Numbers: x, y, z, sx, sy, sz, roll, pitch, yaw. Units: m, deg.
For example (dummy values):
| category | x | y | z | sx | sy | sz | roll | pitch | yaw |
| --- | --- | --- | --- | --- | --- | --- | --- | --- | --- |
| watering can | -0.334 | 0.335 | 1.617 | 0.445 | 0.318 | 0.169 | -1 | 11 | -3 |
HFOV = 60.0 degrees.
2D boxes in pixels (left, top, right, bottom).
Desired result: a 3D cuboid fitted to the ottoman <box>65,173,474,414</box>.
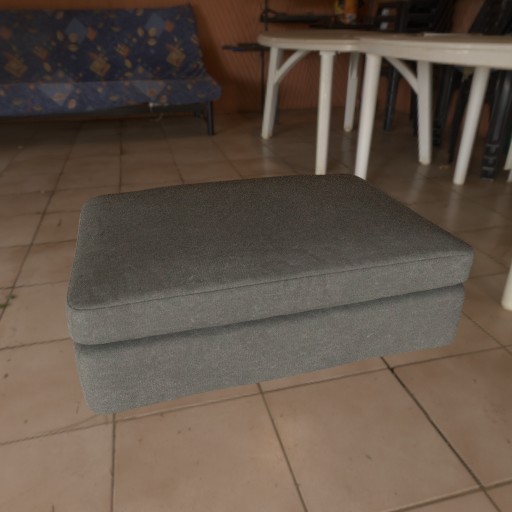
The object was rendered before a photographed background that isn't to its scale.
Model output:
| category | x | y | z | sx | sy | sz | roll | pitch | yaw |
| --- | --- | --- | --- | --- | --- | --- | --- | --- | --- |
| ottoman | 0.000 | 0.000 | 1.590 | 1.199 | 0.429 | 0.840 | -8 | 28 | -14 |
